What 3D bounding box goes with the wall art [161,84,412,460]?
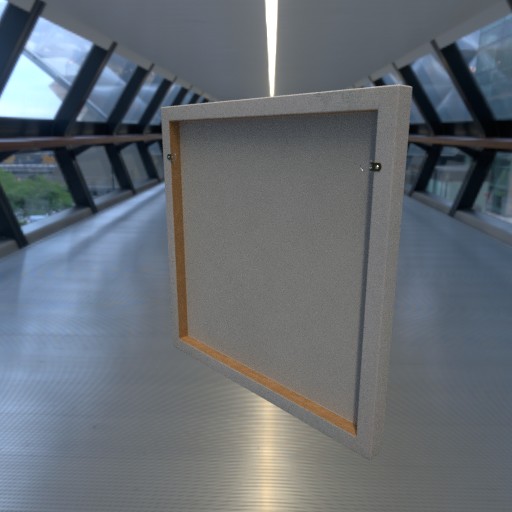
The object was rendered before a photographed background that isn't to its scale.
[{"bbox_3d":[0.000,0.000,0.915,0.040,0.612,0.612,-14,20,-42],"label":"wall art"}]
